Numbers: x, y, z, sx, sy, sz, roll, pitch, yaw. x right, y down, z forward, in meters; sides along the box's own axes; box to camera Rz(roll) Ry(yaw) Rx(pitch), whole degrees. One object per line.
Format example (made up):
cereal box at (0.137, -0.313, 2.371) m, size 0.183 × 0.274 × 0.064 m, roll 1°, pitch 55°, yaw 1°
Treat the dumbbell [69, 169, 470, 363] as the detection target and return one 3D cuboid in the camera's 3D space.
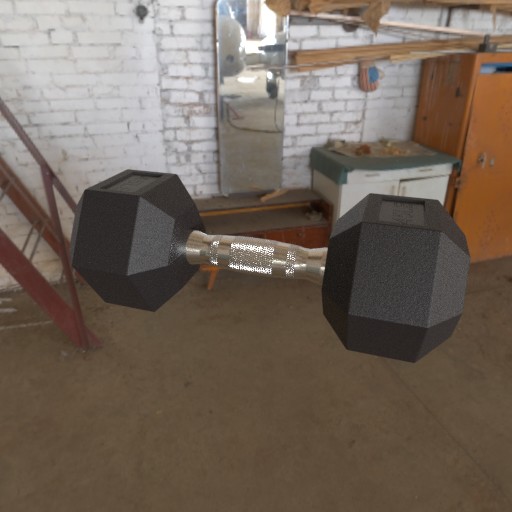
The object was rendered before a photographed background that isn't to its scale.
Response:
dumbbell at (0.000, 0.000, 0.420) m, size 0.356 × 0.123 × 0.141 m, roll 8°, pitch 28°, yaw 16°
